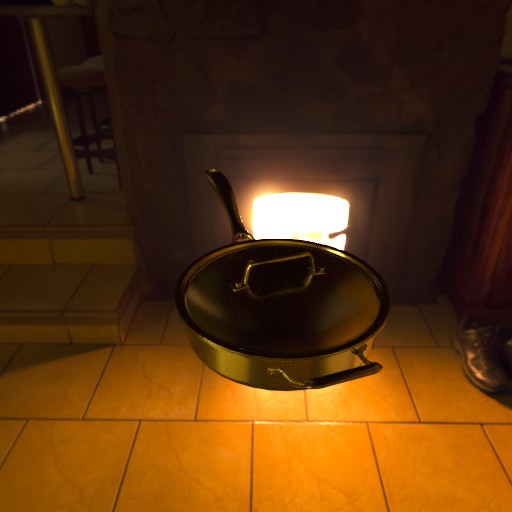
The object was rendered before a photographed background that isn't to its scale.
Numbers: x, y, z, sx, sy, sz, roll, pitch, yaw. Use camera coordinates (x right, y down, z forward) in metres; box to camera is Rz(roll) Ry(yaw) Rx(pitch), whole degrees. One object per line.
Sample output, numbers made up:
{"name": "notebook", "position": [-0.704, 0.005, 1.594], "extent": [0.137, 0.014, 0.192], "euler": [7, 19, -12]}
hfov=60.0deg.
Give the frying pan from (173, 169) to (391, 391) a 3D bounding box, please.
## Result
{"name": "frying pan", "position": [0.000, 0.000, 0.670], "extent": [0.280, 0.114, 0.561], "euler": [-10, 31, -17]}
